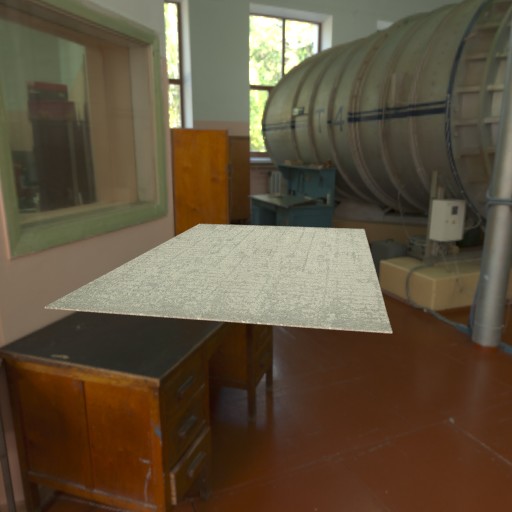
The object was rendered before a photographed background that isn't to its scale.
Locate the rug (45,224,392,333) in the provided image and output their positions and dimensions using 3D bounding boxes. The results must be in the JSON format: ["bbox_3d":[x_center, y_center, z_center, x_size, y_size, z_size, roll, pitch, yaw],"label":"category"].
[{"bbox_3d":[0.000,0.000,2.362,1.211,0.007,1.827,3,14,10],"label":"rug"}]
